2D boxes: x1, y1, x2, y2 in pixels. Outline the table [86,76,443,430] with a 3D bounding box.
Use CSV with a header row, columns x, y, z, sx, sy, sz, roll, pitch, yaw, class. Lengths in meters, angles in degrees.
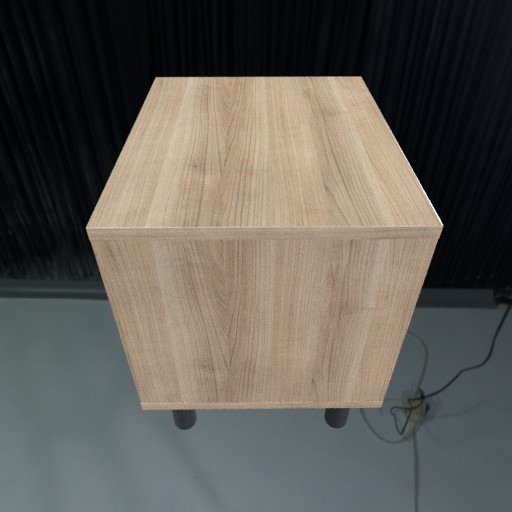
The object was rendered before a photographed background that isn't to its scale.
x,y,z,sx,sy,sz,roll,pitch,yaw,class
0.000,0.000,0.771,0.380,0.460,0.445,0,41,0,table
